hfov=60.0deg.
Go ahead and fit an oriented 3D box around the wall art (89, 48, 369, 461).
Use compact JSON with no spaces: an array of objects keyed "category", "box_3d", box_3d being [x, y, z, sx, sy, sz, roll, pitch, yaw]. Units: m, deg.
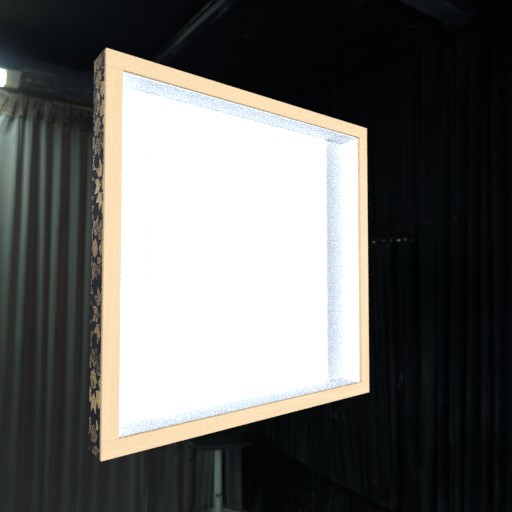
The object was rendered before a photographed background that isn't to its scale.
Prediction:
[{"category":"wall art","box_3d":[0.000,0.000,0.571,0.405,0.405,0.038,2,-3,-38]}]
